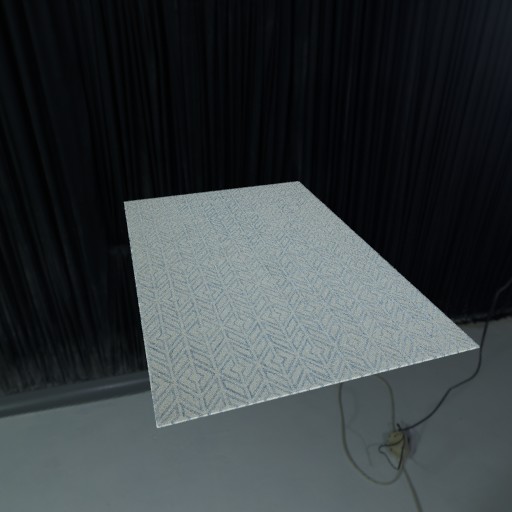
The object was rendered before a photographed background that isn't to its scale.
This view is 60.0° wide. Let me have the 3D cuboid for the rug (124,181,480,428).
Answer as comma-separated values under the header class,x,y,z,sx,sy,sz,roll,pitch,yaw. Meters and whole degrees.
class,x,y,z,sx,sy,sz,roll,pitch,yaw
rug,0.000,0.000,2.287,1.220,0.008,1.824,-9,32,-15
